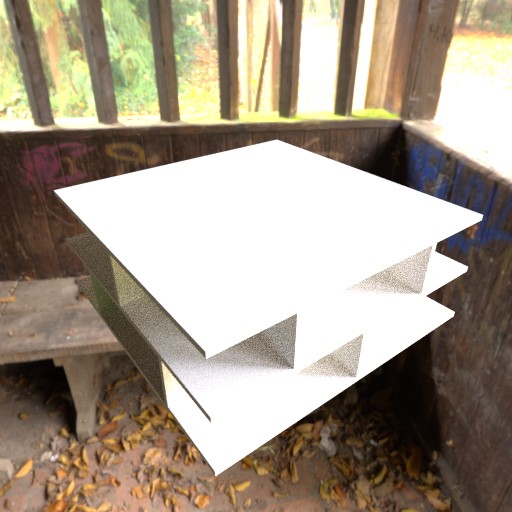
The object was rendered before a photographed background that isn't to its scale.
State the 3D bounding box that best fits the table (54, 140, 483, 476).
[{"bbox_3d":[0.000,0.000,1.090,0.700,0.289,0.700,-21,37,-31],"label":"table"}]
